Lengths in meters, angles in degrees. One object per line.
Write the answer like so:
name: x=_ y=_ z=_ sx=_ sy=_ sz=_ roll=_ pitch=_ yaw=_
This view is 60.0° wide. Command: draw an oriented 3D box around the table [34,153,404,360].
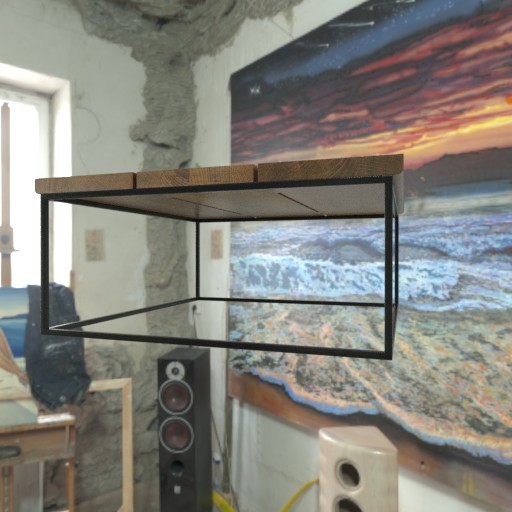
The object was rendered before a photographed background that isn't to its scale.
table: x=0.000 y=0.000 z=1.422 sx=0.900 sy=0.400 sz=0.900 roll=0 pitch=0 yaw=19
